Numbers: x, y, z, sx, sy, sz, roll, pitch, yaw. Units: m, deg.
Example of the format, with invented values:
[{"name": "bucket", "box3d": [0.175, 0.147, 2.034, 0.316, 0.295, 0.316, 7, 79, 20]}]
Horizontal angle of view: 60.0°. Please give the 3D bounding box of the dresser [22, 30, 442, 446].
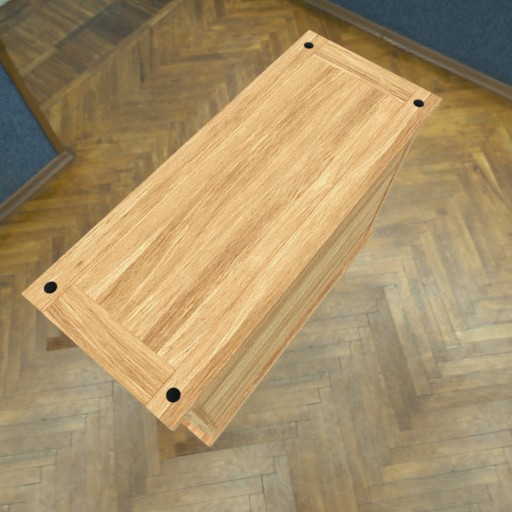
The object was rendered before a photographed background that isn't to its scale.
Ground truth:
[{"name": "dresser", "box3d": [0.000, 0.000, 1.325, 0.410, 0.740, 0.990, 35, 69, 16]}]
